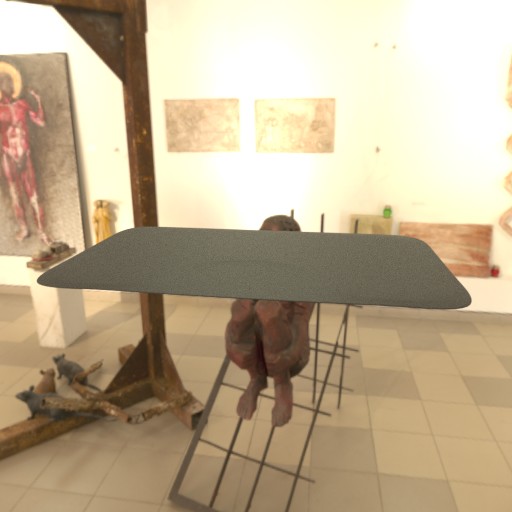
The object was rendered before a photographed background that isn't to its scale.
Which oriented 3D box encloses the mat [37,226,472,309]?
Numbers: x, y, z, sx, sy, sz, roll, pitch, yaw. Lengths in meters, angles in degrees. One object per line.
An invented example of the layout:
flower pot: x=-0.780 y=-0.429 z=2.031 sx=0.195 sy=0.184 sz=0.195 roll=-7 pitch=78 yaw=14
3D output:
mat: x=0.000 y=0.000 z=1.870 sx=1.524 sy=0.013 sz=0.918 roll=2 pitch=17 yaw=8
